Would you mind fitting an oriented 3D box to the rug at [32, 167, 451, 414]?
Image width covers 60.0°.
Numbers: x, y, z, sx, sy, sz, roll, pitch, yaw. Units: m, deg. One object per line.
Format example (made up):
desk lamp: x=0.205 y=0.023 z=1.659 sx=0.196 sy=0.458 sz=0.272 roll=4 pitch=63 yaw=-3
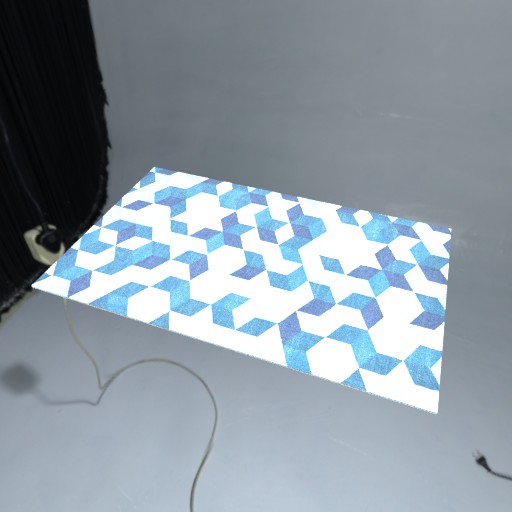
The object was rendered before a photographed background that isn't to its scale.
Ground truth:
rug: x=0.000 y=0.000 z=2.985 sx=2.438 sy=0.015 sz=1.518 roll=14 pitch=44 yaw=15
